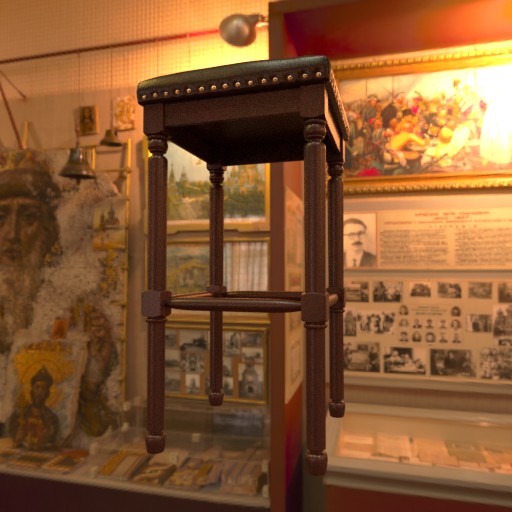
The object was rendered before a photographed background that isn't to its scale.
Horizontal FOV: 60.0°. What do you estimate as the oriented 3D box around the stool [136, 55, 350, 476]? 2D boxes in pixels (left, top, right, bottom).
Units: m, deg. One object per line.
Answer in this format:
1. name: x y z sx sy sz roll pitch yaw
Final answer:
1. stool: 0.000 0.000 0.983 0.382 0.768 0.383 -1 -2 17
